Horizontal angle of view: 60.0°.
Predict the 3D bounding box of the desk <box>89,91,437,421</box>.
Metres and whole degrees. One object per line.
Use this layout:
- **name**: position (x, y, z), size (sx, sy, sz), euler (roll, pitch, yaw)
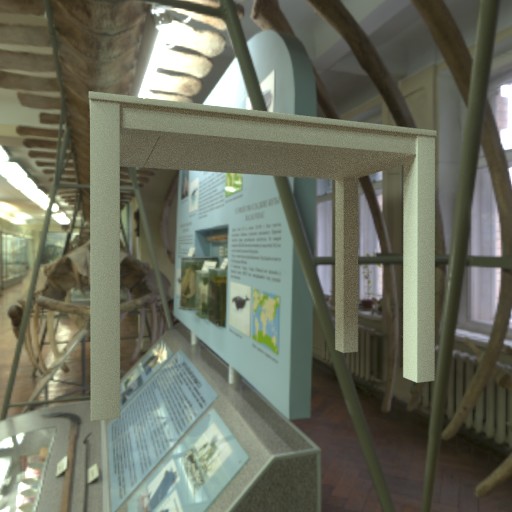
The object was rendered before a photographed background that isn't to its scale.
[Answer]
- **desk**: position (0.000, 0.000, 1.420), size (0.990, 0.762, 0.497), euler (0, 0, -19)
